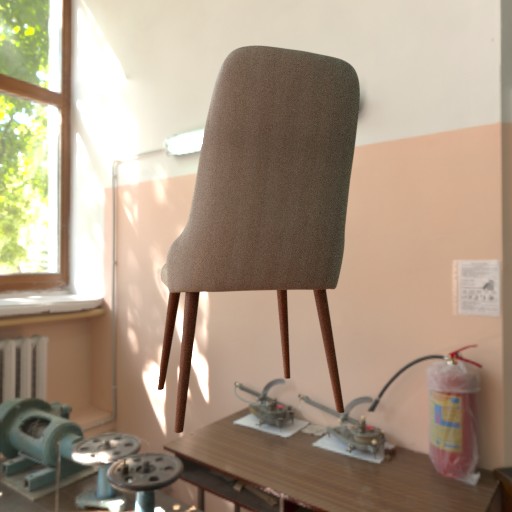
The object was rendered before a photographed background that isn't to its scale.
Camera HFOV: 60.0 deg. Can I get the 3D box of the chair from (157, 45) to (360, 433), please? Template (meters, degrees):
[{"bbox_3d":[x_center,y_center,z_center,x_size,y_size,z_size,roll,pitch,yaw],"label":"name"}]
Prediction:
[{"bbox_3d":[0.000,0.000,1.305,0.526,0.917,0.684,0,-1,-19],"label":"chair"}]
